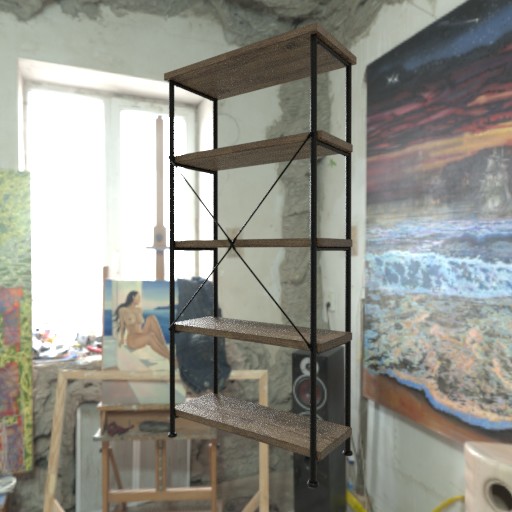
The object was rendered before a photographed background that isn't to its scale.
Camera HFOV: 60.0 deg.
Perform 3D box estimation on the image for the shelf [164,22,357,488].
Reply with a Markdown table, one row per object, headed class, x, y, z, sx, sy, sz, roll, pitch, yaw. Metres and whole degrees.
| class | x | y | z | sx | sy | sz | roll | pitch | yaw |
| --- | --- | --- | --- | --- | --- | --- | --- | --- | --- |
| shelf | 0.000 | 0.000 | 1.990 | 0.800 | 1.700 | 0.360 | 1 | 1 | 36 |
